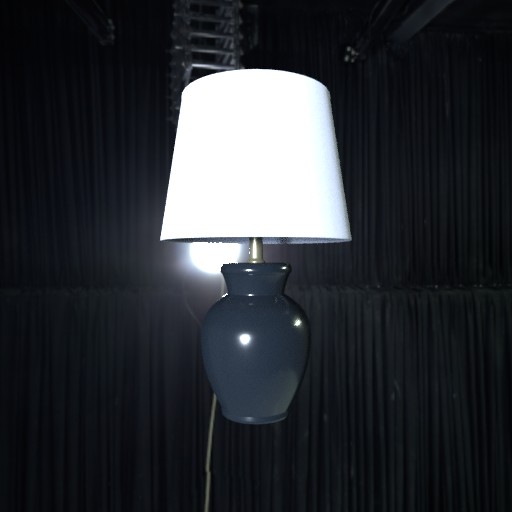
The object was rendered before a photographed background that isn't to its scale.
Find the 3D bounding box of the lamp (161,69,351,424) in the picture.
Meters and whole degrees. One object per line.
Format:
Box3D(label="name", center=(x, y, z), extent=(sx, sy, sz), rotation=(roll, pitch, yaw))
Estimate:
Box3D(label="lamp", center=(0.000, 0.000, 0.568), extent=(0.239, 0.399, 0.239), rotation=(0, 0, 0))
